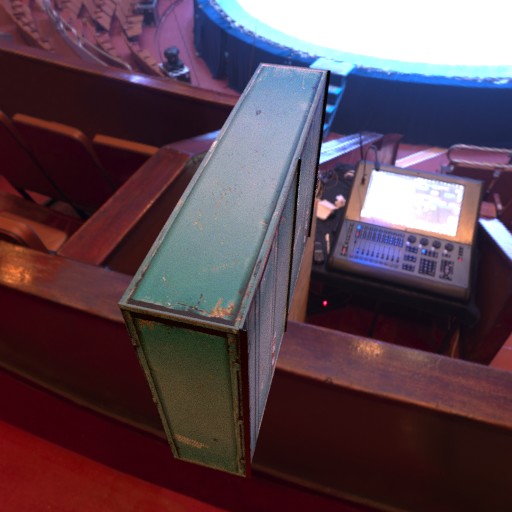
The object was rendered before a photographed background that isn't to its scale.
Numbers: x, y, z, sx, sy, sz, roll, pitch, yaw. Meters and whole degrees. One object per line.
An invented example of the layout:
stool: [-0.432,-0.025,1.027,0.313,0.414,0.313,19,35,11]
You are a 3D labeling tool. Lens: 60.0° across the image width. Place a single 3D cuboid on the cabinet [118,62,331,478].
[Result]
cabinet: [0.000,0.000,3.976,0.680,2.160,3.001,10,47,10]
